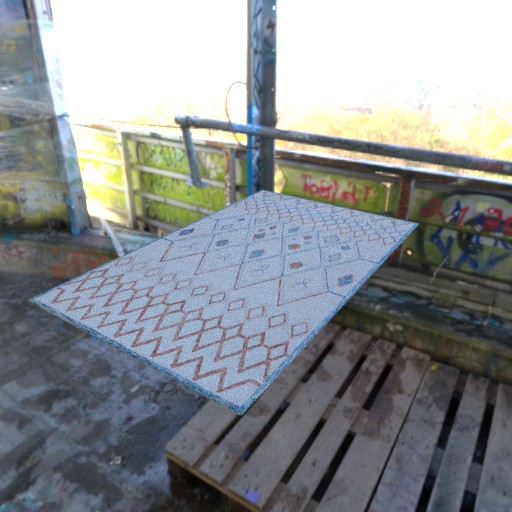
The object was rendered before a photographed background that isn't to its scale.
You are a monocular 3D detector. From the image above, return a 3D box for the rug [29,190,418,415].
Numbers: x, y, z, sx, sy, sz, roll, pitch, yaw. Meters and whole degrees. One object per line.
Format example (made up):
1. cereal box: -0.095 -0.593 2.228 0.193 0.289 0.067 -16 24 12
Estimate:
1. rug: 0.000 0.000 3.079 1.524 0.015 2.438 17 31 30
